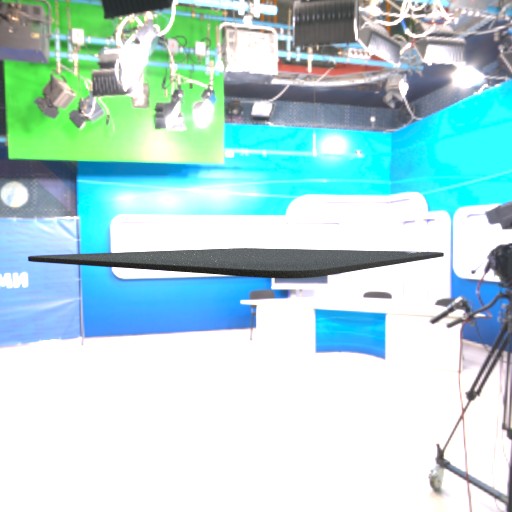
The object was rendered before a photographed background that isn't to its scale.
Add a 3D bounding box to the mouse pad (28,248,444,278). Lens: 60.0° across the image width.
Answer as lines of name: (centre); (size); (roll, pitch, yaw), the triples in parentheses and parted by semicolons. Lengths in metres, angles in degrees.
mouse pad: (0.000, 0.000, 0.309); (0.203, 0.003, 0.229); (2, 3, 36)
